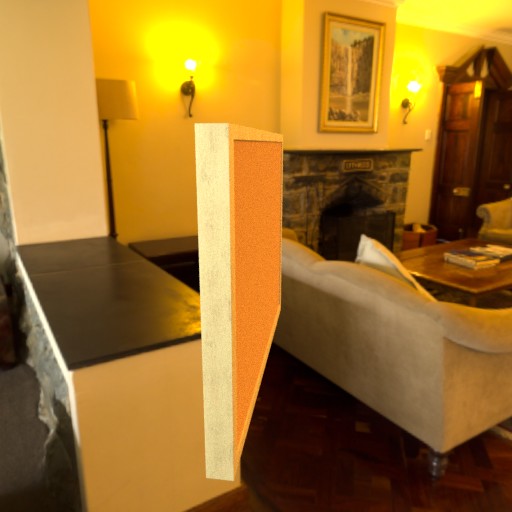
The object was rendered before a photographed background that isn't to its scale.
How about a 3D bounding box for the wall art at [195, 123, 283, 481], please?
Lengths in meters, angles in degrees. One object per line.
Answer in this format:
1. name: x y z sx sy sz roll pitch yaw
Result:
1. wall art: 0.000 0.000 0.702 0.032 0.380 0.532 2 14 8
